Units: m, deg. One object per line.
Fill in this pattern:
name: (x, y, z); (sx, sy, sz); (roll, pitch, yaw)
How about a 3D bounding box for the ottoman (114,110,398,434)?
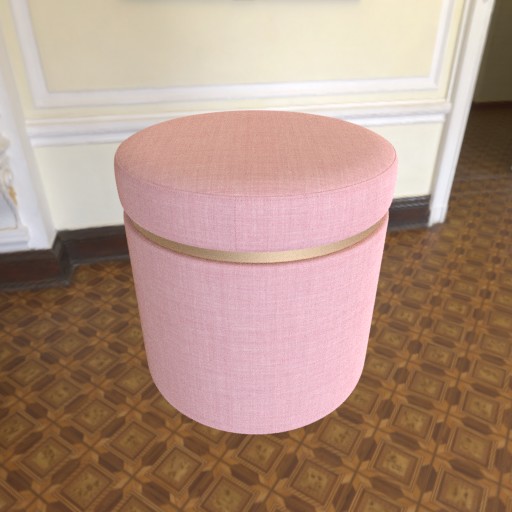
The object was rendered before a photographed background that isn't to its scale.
ottoman: (0.000, 0.000, 0.733); (0.400, 0.406, 0.400); (0, 30, 0)
